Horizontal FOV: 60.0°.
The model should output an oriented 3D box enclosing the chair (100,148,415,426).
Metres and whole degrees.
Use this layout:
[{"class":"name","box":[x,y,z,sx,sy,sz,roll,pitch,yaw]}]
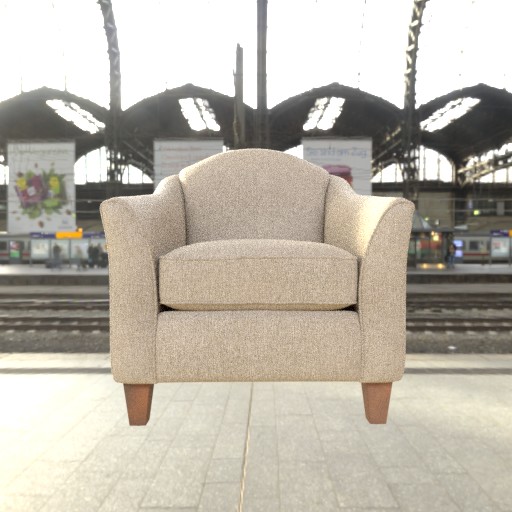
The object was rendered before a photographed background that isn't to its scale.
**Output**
[{"class":"chair","box":[0.000,0.000,1.435,0.763,0.839,0.787,0,1,-1]}]
